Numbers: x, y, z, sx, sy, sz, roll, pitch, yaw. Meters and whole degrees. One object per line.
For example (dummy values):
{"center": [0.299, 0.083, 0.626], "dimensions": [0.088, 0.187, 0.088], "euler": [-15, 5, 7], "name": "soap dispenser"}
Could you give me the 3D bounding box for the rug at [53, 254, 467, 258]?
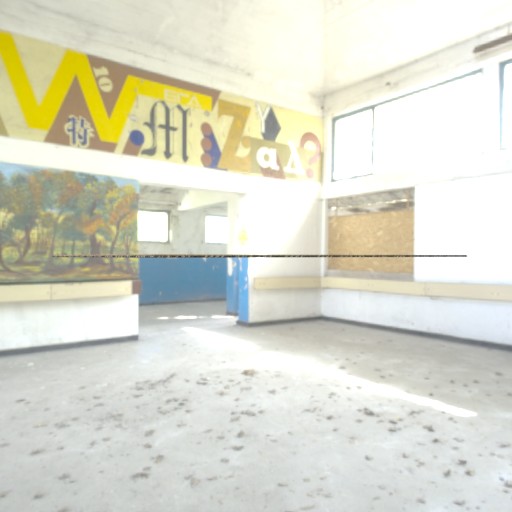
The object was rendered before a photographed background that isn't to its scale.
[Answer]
{"center": [0.000, 0.000, 3.929], "dimensions": [2.902, 0.017, 2.305], "euler": [0, 0, -36], "name": "rug"}
